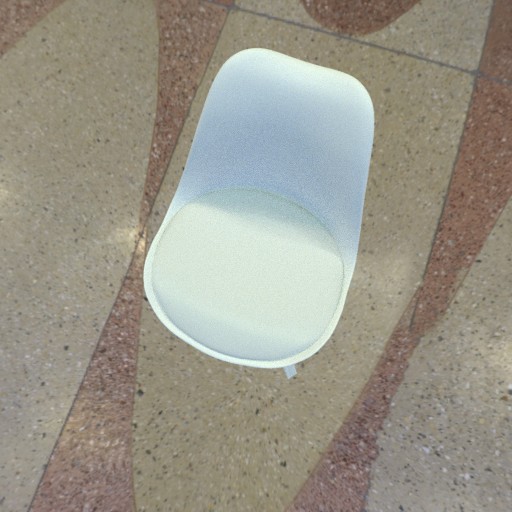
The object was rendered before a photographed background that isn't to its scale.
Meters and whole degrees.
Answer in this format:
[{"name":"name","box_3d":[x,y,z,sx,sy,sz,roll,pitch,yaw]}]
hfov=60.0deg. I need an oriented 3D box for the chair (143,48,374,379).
[{"name":"chair","box_3d":[0.000,0.000,1.143,0.485,0.850,0.550,20,75,5]}]
